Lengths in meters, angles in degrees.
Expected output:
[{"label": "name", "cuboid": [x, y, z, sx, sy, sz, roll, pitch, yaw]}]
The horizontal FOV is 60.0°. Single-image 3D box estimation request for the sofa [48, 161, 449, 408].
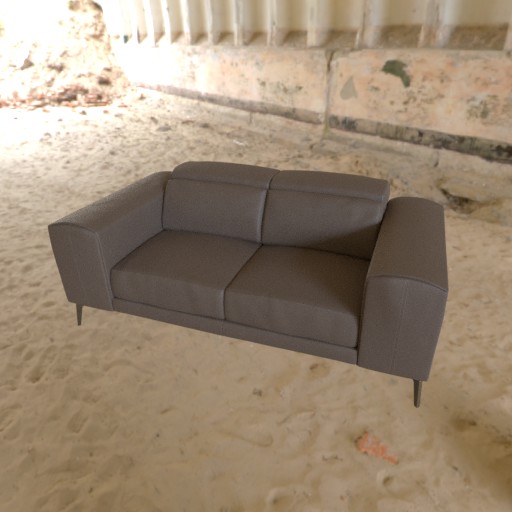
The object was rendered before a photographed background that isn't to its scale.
[{"label": "sofa", "cuboid": [0.000, 0.000, 2.431, 1.895, 0.779, 1.003, 9, 28, 18]}]
